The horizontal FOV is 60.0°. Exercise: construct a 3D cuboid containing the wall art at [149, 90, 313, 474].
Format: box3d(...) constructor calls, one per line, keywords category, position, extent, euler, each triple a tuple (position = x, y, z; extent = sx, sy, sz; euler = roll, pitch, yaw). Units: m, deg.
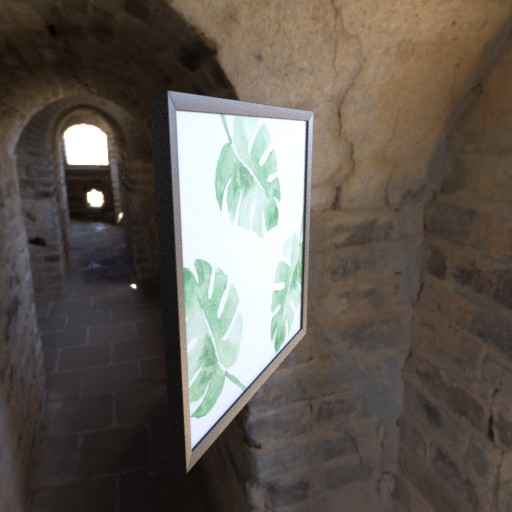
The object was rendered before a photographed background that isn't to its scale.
box3d(category="wall art", position=(0.000, 0.000, 1.178), extent=(0.038, 0.765, 0.765), euler=(7, 17, 25))
